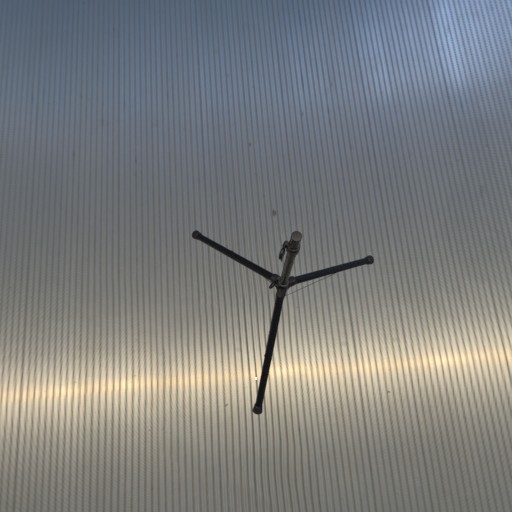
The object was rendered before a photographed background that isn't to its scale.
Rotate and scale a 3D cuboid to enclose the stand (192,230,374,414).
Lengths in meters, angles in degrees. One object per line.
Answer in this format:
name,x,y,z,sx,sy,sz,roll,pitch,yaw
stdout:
stand,0.000,0.000,1.893,0.907,1.136,1.045,39,78,10
